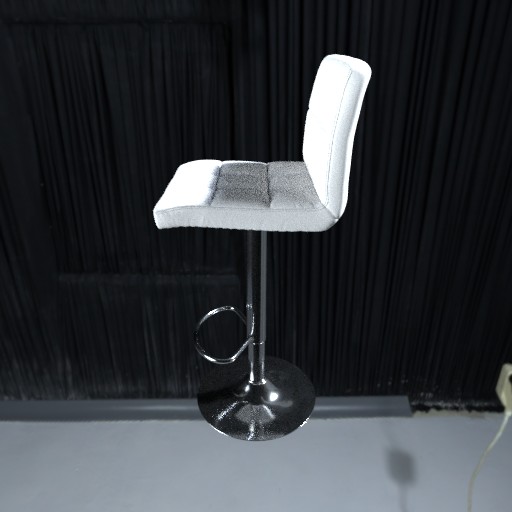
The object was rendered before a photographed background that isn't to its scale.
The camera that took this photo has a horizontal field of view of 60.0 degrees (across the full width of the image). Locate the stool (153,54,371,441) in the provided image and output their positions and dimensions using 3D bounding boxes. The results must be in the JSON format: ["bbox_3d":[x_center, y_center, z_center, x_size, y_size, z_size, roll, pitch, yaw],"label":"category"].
[{"bbox_3d":[0.000,0.000,1.355,0.505,1.115,0.430,0,26,0],"label":"stool"}]
